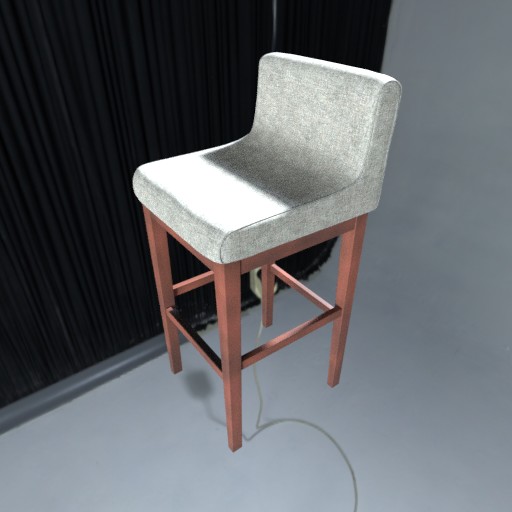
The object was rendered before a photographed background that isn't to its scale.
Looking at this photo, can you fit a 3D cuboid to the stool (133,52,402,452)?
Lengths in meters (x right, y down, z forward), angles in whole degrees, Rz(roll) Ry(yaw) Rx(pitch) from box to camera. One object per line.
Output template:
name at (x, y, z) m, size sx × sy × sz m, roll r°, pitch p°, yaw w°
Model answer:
stool at (0.000, 0.000, 1.231) m, size 0.499 × 0.965 × 0.426 m, roll -22°, pitch 39°, yaw -30°
